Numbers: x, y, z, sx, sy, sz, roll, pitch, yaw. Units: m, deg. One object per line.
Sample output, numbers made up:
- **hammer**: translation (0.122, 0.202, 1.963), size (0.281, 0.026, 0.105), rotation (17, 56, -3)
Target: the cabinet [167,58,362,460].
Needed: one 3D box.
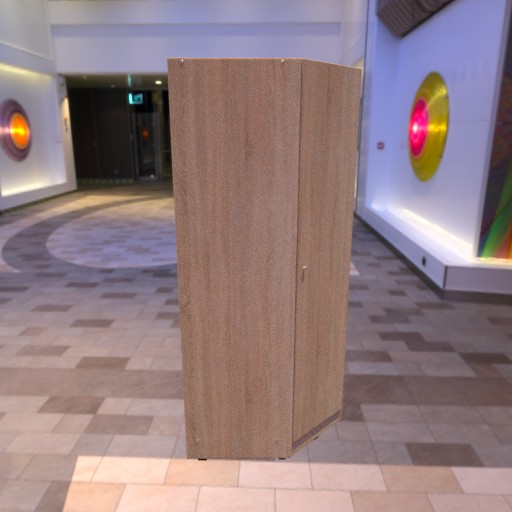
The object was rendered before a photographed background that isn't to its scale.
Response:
- **cabinet**: translation (0.000, 0.000, 2.770), size (1.327, 2.120, 1.094), rotation (-15, 21, -42)
